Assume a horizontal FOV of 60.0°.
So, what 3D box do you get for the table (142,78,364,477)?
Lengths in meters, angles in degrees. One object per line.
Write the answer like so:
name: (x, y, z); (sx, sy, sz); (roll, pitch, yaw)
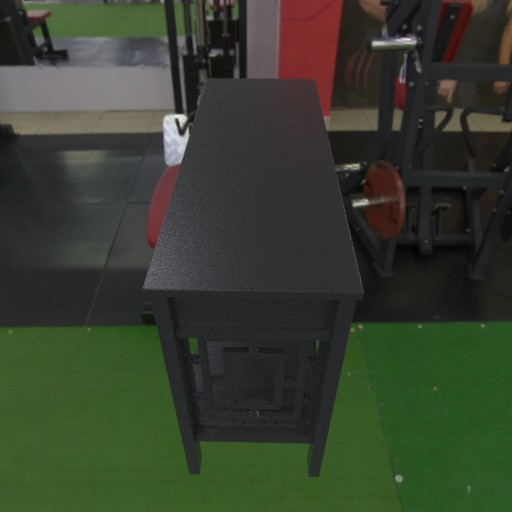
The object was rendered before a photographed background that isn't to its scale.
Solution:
table: (0.000, 0.000, 1.420); (0.397, 0.753, 1.068); (1, 41, 1)
